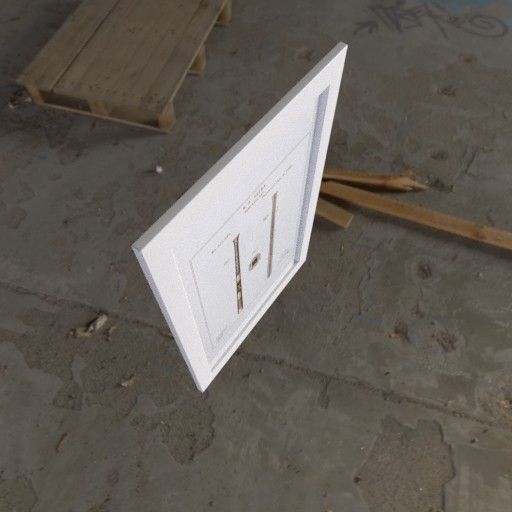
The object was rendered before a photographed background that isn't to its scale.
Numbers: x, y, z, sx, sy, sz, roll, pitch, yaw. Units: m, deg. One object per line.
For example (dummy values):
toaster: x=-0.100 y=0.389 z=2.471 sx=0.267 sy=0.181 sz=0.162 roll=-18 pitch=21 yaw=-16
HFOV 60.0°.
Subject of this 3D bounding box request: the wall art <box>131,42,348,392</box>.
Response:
wall art: x=0.000 y=0.000 z=0.632 sx=0.011 sy=0.482 sz=0.329 roll=32 pitch=65 yaw=17
